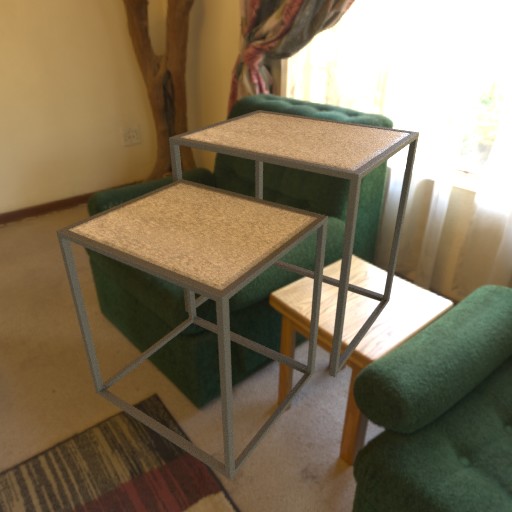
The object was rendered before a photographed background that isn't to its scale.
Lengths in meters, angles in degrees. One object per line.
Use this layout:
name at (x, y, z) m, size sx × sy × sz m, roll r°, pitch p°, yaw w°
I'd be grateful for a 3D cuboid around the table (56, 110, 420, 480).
table at (0.000, 0.000, 1.137) m, size 0.508 × 0.540 × 0.788 m, roll 18°, pitch 34°, yaw 29°
